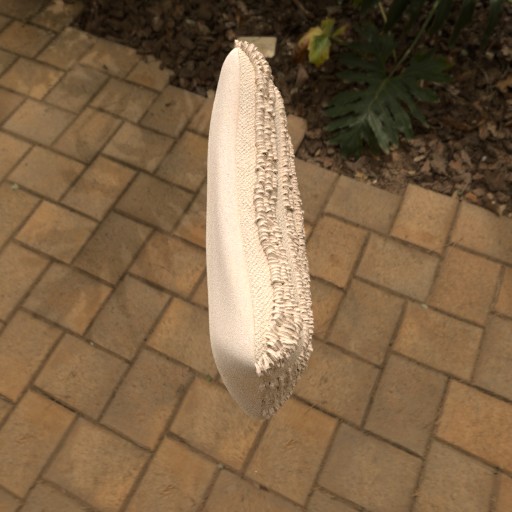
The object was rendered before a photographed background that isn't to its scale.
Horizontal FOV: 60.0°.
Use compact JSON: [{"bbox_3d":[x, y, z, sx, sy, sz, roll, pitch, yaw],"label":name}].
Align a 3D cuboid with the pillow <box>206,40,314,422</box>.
[{"bbox_3d":[0.000,0.000,0.665,0.145,0.427,0.437,-3,64,-1],"label":"pillow"}]
